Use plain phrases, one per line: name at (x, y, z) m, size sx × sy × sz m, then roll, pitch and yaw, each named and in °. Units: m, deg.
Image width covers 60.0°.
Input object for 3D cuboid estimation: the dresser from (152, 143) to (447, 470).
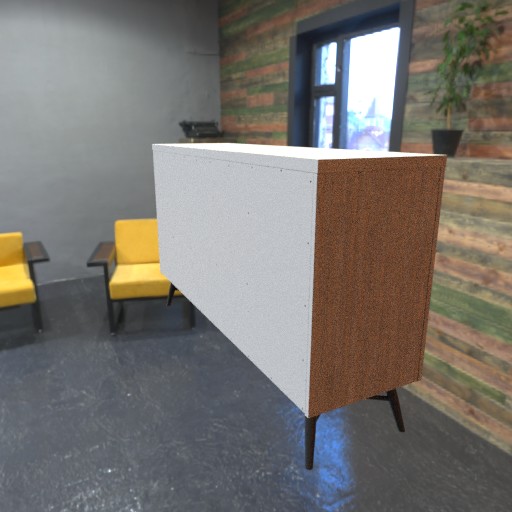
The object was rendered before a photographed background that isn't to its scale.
dresser at (0.000, 0.000, 1.928) m, size 0.457 × 0.914 × 1.524 m, roll -8°, pitch 18°, yaw -26°
